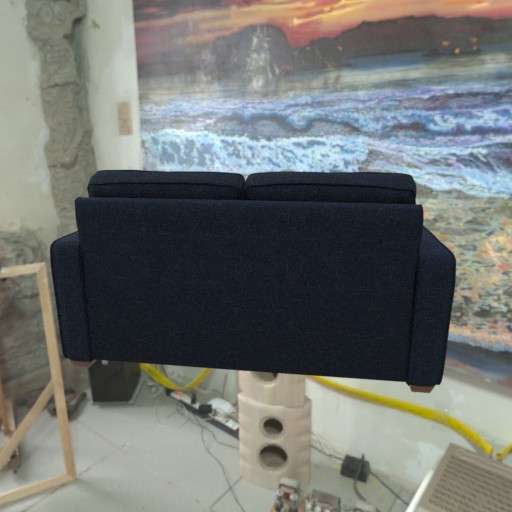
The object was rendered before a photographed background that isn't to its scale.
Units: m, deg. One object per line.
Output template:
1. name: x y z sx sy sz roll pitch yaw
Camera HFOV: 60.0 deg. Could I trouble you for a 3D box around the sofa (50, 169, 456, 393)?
1. sofa: 0.000 0.000 2.277 1.709 0.918 0.947 2 16 8
